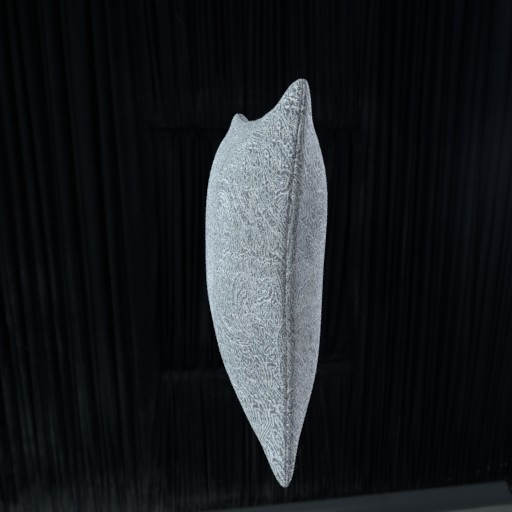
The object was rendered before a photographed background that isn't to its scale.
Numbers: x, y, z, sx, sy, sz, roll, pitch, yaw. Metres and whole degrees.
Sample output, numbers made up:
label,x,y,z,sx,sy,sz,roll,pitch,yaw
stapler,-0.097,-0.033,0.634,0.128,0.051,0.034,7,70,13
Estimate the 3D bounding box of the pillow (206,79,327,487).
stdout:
label,x,y,z,sx,sy,sz,roll,pitch,yaw
pillow,0.000,0.000,0.775,0.166,0.510,0.523,-2,14,-10
